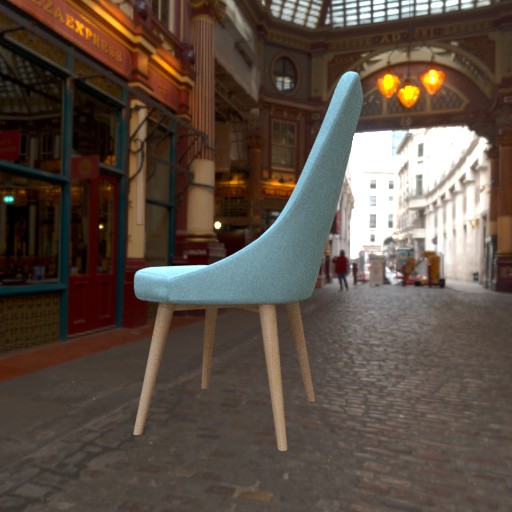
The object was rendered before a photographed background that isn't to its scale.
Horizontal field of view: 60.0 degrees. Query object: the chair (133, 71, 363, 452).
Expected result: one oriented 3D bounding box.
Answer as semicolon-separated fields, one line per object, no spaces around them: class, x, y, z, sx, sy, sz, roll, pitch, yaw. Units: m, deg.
chair;0.000;0.000;1.420;0.660;1.040;0.510;0;0;18
